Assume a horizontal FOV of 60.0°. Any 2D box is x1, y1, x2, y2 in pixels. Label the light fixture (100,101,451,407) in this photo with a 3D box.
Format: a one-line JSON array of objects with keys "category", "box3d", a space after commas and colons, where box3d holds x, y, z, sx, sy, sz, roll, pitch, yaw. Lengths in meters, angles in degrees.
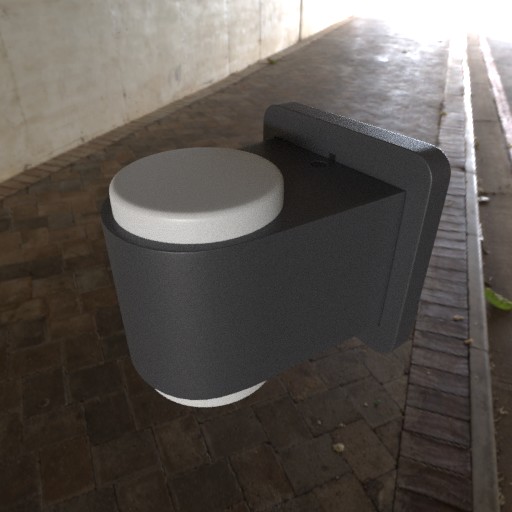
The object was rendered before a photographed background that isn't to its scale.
[{"category": "light fixture", "box3d": [0.000, 0.000, 0.211, 0.132, 0.109, 0.109, -22, 39, -30]}]
